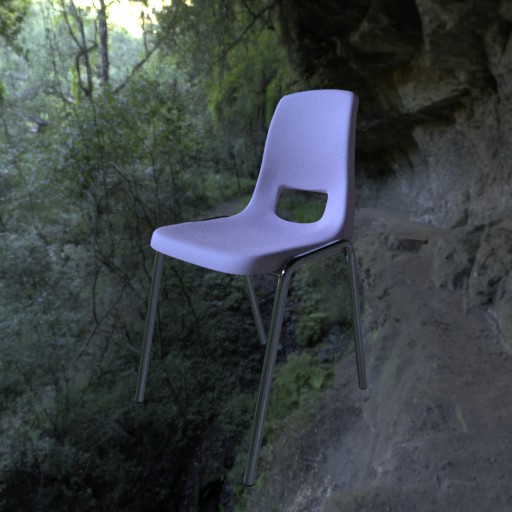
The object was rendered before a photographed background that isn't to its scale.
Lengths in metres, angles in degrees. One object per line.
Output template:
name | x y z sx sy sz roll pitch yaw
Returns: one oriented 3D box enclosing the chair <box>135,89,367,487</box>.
chair | 0.000 0.000 0.968 0.381 0.704 0.436 15 22 42
